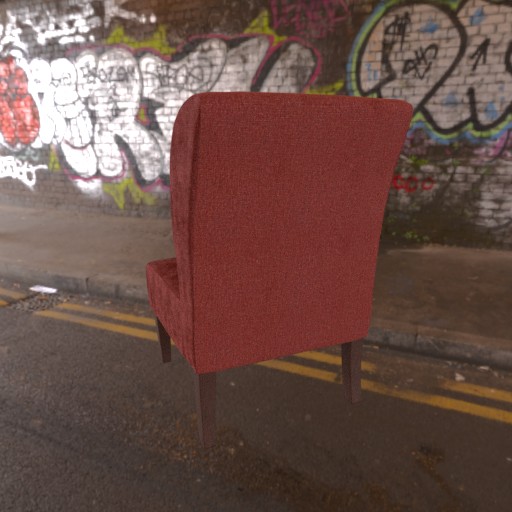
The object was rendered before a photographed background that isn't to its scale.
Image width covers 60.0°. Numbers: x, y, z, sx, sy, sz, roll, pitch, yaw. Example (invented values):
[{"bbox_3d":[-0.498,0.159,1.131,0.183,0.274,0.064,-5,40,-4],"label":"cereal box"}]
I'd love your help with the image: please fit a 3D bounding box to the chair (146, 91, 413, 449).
[{"bbox_3d":[0.000,0.000,1.295,0.538,0.846,0.640,-7,17,-24],"label":"chair"}]
